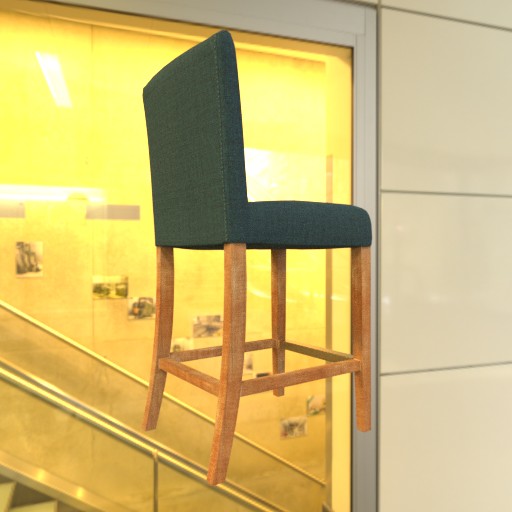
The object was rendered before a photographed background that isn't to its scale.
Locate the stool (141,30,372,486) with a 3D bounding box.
[{"bbox_3d":[0.000,0.000,1.327,0.567,1.039,0.454,-1,1,-37],"label":"stool"}]
